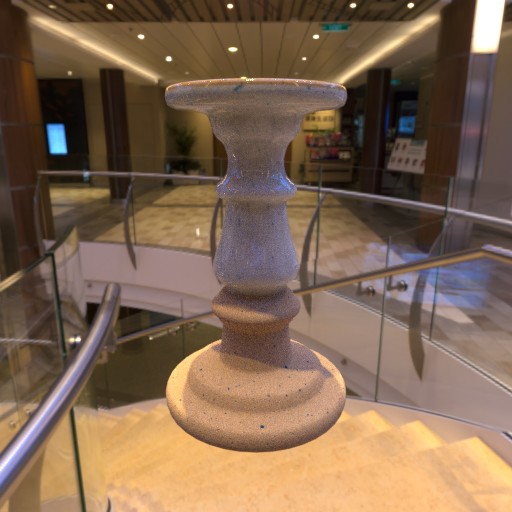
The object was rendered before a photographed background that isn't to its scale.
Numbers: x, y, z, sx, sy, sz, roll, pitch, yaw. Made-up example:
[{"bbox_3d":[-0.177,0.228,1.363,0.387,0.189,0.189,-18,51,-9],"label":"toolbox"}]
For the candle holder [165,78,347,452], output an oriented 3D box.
[{"bbox_3d":[0.000,0.000,0.284,0.123,0.202,0.123,0,15,0],"label":"candle holder"}]
